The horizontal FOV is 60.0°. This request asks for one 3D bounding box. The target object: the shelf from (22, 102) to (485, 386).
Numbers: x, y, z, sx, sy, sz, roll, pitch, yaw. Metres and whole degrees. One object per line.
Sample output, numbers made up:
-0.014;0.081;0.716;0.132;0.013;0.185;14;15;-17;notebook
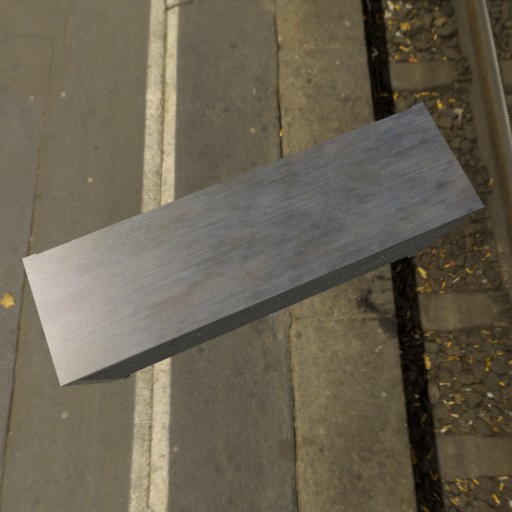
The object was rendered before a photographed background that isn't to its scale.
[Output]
0.000;0.000;1.912;1.575;0.719;0.479;-22;76;-6;shelf
